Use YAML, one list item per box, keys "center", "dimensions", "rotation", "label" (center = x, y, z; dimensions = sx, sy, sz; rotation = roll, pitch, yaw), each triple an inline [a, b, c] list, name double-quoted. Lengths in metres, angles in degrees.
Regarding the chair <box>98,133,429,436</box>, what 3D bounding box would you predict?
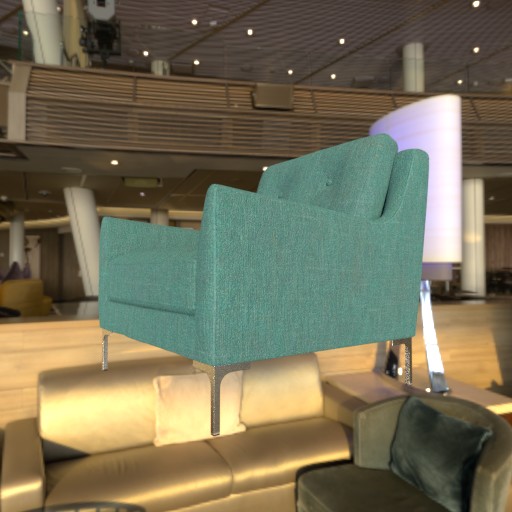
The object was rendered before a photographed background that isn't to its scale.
- center: [0.000, 0.000, 1.546]
  dimensions: [0.849, 0.828, 0.847]
  rotation: [1, -2, -36]
  label: "chair"
